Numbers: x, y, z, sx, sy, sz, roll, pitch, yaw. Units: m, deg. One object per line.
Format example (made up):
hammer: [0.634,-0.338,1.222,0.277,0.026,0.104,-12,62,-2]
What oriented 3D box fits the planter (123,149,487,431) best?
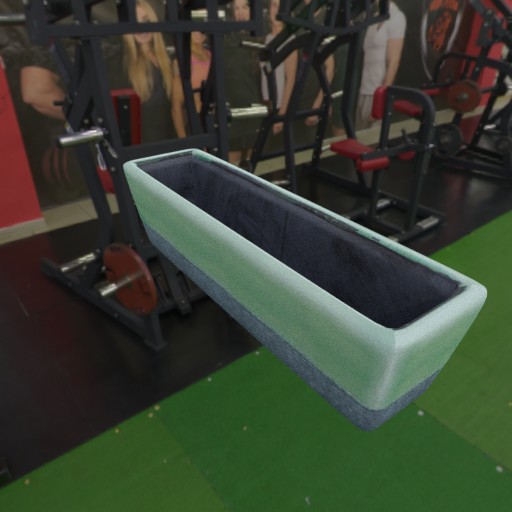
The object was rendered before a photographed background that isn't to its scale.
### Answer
planter: [0.000,0.000,0.298,0.072,0.072,0.275,-20,36,-31]
